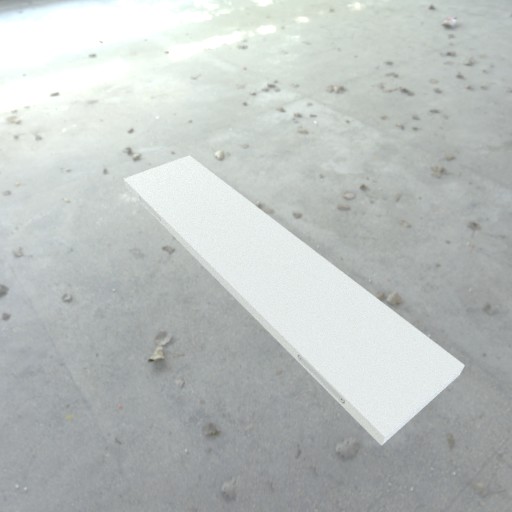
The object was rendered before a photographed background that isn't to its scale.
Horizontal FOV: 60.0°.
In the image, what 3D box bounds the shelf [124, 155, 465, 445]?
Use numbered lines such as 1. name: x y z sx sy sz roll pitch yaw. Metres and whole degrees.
1. shelf: 0.000 0.000 0.666 0.140 0.020 0.610 -27 49 -27
